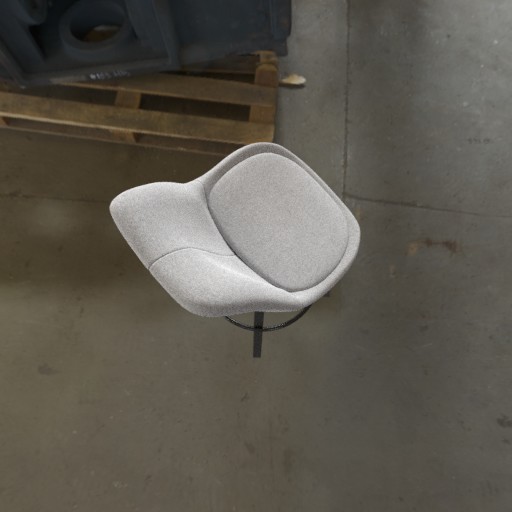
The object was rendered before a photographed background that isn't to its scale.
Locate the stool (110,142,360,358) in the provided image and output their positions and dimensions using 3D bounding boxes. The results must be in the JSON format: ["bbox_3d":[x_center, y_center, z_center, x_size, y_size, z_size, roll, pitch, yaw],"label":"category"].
[{"bbox_3d":[0.000,0.000,1.420,0.550,1.115,0.485,-39,78,-10],"label":"stool"}]
